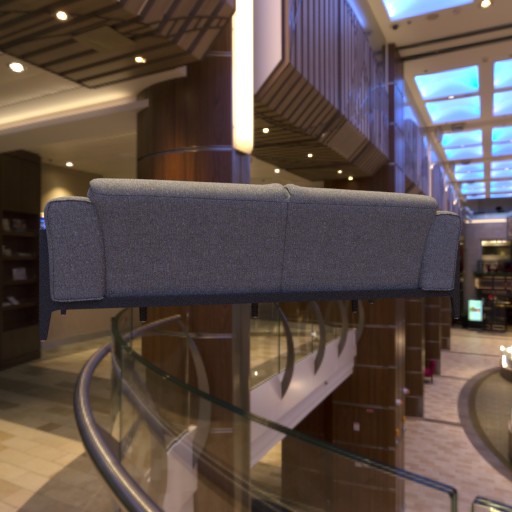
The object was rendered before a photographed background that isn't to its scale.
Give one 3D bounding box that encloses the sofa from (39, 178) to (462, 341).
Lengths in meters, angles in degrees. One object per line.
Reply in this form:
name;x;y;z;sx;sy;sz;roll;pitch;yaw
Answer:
sofa;0.000;0.000;2.521;2.125;0.703;0.985;0;0;-18
